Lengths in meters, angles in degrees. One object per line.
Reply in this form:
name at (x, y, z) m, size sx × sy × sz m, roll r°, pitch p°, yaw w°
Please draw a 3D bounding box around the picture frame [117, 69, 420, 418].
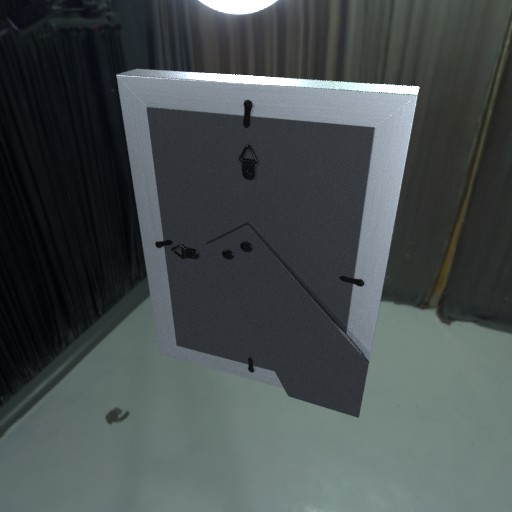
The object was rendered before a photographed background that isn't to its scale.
picture frame at (0.000, 0.000, 0.279) m, size 0.157 × 0.208 × 0.028 m, roll 11°, pitch 33°, yaw 17°
